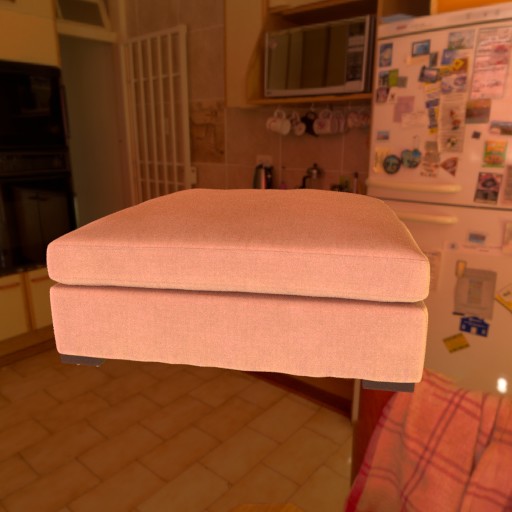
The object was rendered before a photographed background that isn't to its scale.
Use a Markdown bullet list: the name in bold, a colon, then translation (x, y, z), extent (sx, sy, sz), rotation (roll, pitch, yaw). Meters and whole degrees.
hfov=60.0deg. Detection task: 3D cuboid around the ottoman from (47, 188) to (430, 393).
- **ottoman**: translation (0.000, 0.000, 1.863), extent (1.203, 0.517, 1.171), rotation (2, 15, 9)
